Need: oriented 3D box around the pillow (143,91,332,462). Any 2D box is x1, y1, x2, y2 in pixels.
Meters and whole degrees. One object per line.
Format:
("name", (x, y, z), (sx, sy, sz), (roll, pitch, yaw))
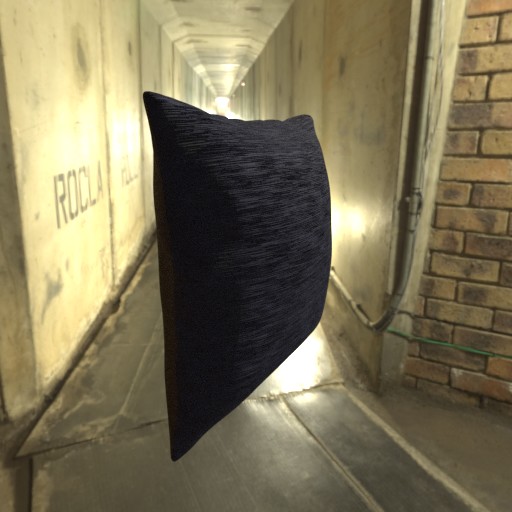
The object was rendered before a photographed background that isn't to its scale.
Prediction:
("pillow", (0.000, 0.000, 0.680), (0.204, 0.439, 0.452), (8, 17, 27))
